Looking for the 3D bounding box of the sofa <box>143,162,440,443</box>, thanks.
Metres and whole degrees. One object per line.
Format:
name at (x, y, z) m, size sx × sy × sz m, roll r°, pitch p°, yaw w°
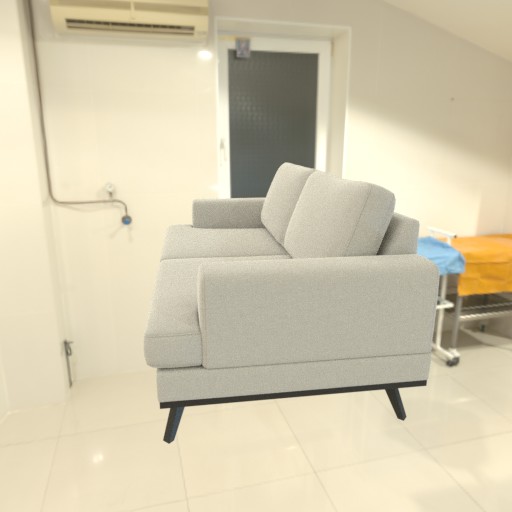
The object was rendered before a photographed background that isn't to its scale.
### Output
sofa at (0.000, 0.000, 2.120) m, size 0.920 × 0.810 × 1.650 m, roll -2°, pitch 15°, yaw -8°
